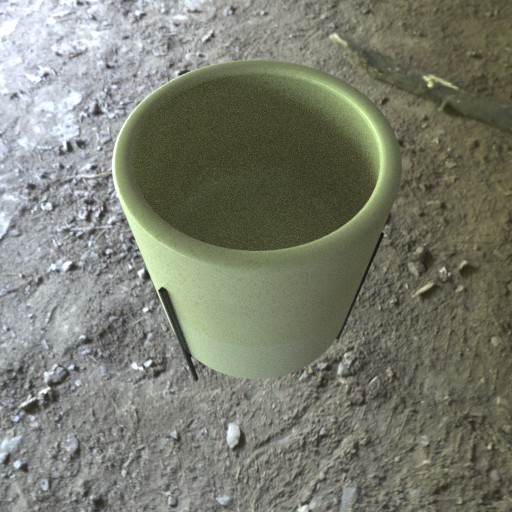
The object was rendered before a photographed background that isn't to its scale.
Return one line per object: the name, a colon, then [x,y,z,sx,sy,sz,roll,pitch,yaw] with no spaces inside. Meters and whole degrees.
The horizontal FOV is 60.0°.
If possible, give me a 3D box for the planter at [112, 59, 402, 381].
planter: [0.000,0.000,0.704,0.324,0.483,0.333,-14,59,-9]
